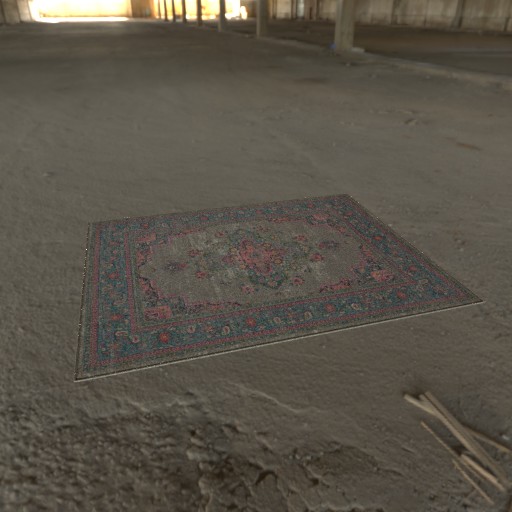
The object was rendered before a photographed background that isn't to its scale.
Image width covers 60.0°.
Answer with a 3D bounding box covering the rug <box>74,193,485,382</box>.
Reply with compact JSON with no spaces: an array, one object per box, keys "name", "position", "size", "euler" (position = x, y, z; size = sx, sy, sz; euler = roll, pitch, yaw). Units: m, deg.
[{"name":"rug","position":[0.000,0.000,4.124],"size":[3.057,0.013,2.434],"euler":[-8,30,-14]}]
